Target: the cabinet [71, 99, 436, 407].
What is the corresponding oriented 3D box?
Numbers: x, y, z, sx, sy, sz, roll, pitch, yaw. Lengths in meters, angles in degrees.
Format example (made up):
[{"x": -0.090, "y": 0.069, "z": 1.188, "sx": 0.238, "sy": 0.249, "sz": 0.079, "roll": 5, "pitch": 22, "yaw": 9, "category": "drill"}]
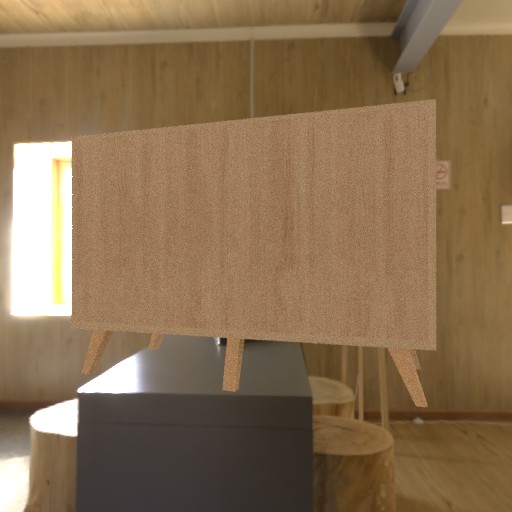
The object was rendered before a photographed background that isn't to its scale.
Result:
[{"x": 0.000, "y": 0.000, "z": 1.516, "sx": 1.110, "sy": 0.780, "sz": 0.500, "roll": 0, "pitch": 0, "yaw": 18, "category": "cabinet"}]
